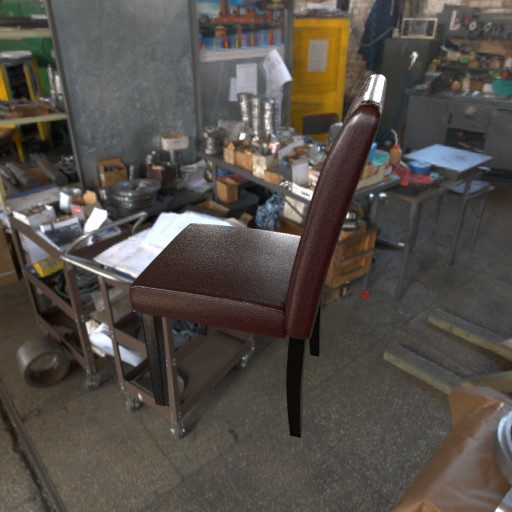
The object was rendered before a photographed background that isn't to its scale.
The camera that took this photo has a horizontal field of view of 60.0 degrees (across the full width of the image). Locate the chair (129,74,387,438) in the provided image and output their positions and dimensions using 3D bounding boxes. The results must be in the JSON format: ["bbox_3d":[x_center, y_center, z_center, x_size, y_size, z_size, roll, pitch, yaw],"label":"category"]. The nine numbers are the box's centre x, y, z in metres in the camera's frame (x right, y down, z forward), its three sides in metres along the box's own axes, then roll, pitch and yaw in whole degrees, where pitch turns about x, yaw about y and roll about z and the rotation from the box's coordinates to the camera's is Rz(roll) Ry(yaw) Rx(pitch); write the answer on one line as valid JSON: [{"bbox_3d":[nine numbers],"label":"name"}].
[{"bbox_3d":[0.000,0.000,1.191,0.556,0.897,0.399,8,30,14],"label":"chair"}]
